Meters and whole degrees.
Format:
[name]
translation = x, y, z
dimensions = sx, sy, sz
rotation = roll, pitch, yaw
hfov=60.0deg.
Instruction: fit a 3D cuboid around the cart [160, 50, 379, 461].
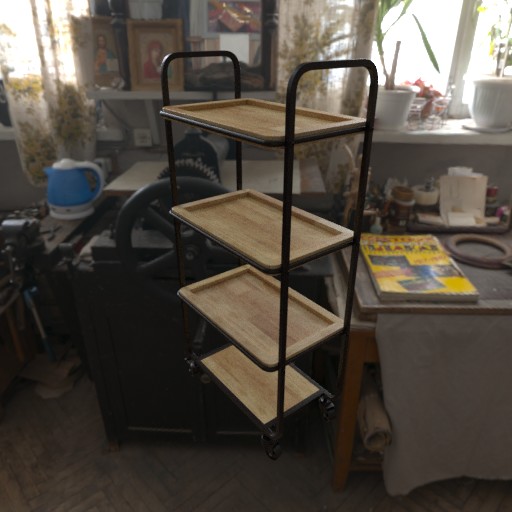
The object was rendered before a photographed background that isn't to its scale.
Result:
[cart]
translation = 0.000, 0.000, 1.305
dimensions = 0.321, 1.080, 0.545
rotation = -20, 33, -33
